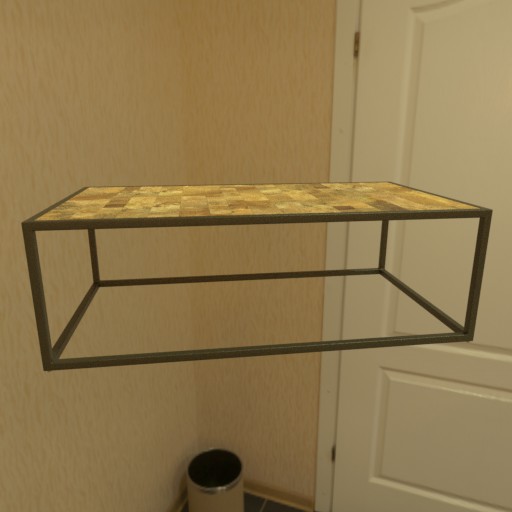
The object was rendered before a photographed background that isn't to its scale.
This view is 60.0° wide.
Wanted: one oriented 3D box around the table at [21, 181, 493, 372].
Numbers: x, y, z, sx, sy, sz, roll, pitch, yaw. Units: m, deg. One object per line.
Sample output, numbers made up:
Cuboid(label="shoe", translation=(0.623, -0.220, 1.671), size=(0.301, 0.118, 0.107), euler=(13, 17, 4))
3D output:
Cuboid(label="table", translation=(0.000, 0.000, 1.477), size=(1.199, 0.398, 0.649), euler=(-2, 16, -8))
